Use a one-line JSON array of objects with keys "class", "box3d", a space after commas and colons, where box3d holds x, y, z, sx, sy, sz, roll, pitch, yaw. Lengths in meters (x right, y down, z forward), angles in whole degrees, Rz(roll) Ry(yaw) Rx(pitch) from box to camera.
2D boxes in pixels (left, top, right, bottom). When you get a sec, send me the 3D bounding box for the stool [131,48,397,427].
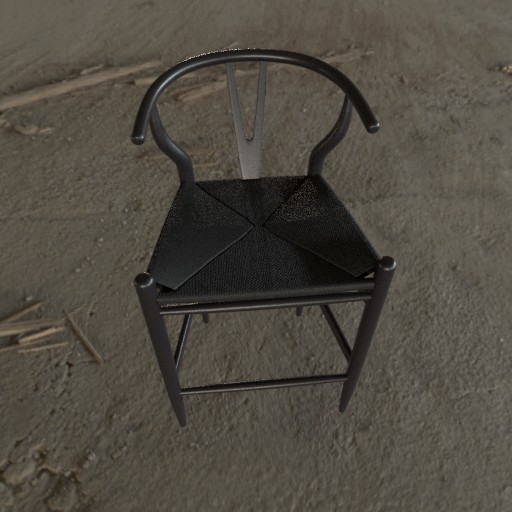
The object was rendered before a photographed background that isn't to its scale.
[{"class": "stool", "box3d": [0.000, 0.000, 1.301, 0.569, 0.970, 0.579, -4, 46, -4]}]
